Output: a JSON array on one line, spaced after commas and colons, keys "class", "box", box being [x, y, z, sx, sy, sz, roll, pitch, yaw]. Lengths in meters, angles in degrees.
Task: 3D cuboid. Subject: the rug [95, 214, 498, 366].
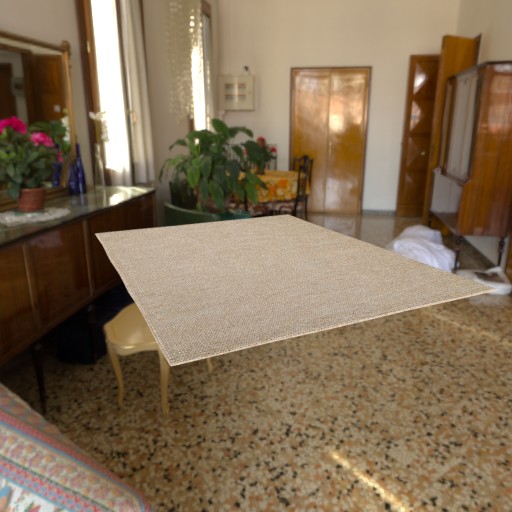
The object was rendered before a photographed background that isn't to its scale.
[{"class": "rug", "box": [0.000, 0.000, 3.999, 2.406, 0.012, 3.034, -8, 18, -25]}]
